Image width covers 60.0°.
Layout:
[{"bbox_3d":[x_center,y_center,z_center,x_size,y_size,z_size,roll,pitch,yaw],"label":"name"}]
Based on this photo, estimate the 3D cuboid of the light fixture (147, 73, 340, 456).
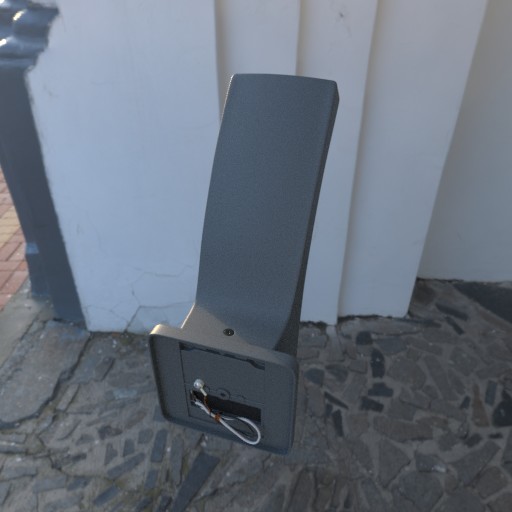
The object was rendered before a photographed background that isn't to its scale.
[{"bbox_3d":[0.000,0.000,0.347,0.108,0.243,0.174,10,35,15],"label":"light fixture"}]
